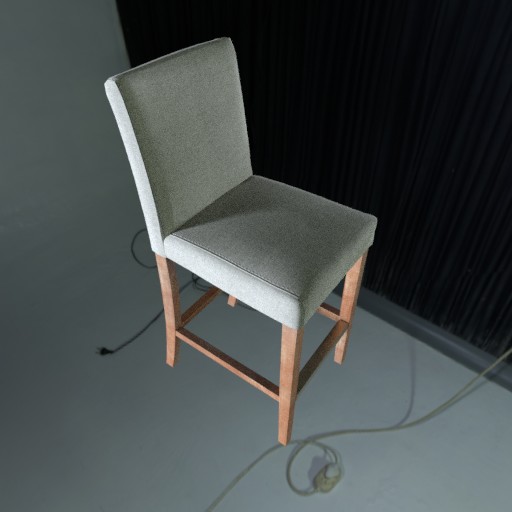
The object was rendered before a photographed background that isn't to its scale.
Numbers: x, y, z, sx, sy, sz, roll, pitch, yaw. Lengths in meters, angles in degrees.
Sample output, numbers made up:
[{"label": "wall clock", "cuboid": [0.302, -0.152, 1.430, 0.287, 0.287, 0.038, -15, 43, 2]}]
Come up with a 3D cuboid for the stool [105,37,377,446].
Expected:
[{"label": "stool", "cuboid": [0.000, 0.000, 1.354, 0.570, 1.088, 0.439, 25, 47, 26]}]
